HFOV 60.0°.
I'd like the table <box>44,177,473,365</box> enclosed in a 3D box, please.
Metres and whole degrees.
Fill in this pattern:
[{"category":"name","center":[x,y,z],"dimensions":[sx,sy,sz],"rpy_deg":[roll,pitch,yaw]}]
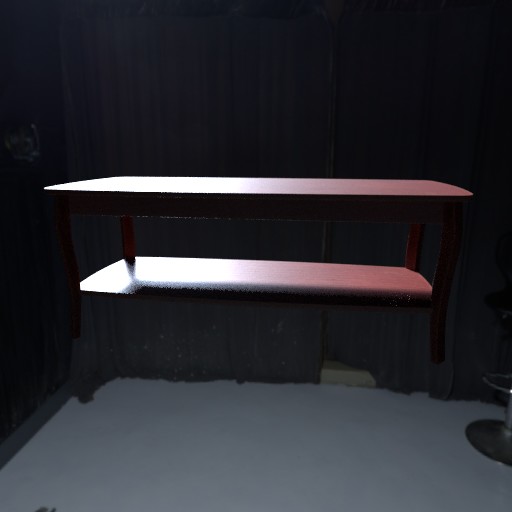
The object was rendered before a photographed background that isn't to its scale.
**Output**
[{"category":"table","center":[0.000,0.000,1.474],"dimensions":[1.216,0.473,0.561],"rpy_deg":[2,14,9]}]
